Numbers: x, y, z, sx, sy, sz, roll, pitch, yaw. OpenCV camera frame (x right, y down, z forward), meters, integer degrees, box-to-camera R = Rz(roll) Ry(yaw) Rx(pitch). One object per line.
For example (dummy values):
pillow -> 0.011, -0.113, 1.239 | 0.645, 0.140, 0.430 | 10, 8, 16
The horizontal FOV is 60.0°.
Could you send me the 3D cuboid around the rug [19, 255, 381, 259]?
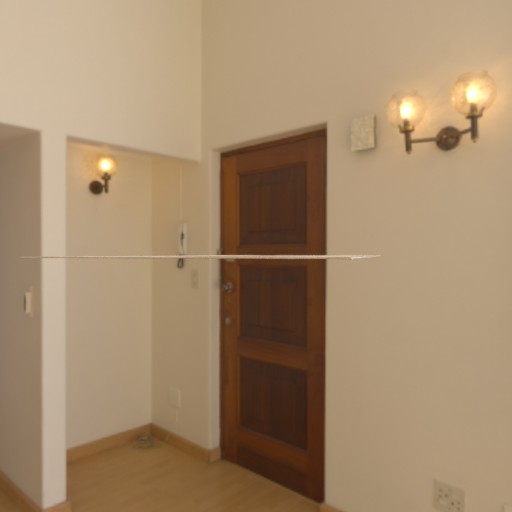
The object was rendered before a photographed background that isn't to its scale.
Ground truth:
rug -> 0.000, 0.000, 2.985 | 1.522, 0.012, 2.440 | 0, 0, 18
